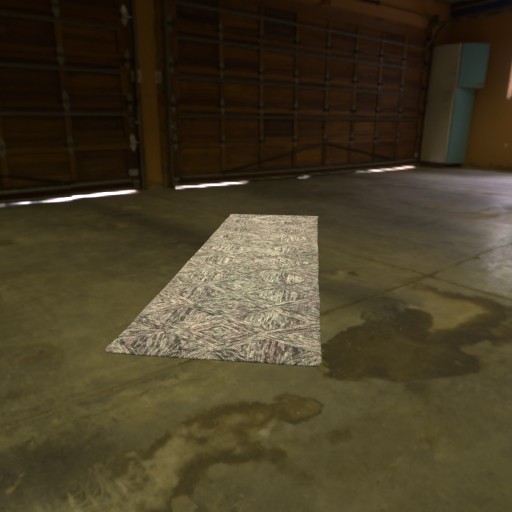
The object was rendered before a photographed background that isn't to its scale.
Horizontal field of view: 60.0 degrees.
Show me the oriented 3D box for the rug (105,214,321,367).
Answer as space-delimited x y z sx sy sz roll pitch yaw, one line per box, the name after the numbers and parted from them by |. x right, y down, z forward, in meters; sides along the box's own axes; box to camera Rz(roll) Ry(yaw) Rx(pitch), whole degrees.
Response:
0.000 0.000 2.497 0.719 0.013 2.305 2 17 7 | rug
